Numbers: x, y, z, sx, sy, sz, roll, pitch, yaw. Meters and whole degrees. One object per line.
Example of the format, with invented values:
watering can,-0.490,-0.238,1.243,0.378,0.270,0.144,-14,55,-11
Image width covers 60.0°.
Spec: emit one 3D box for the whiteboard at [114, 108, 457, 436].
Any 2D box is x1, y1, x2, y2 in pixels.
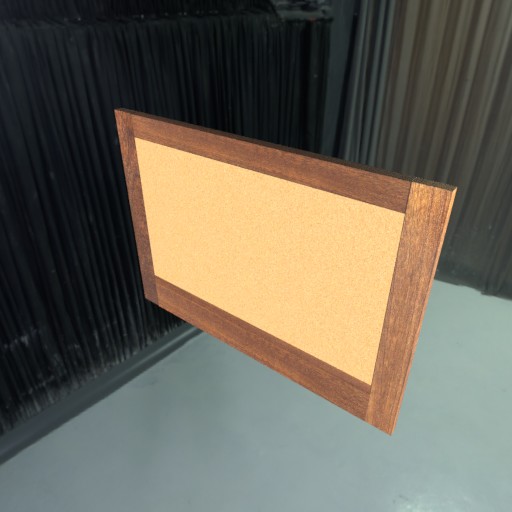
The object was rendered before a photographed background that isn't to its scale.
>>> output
whiteboard,0.000,0.000,1.020,0.783,0.559,0.083,22,38,31
